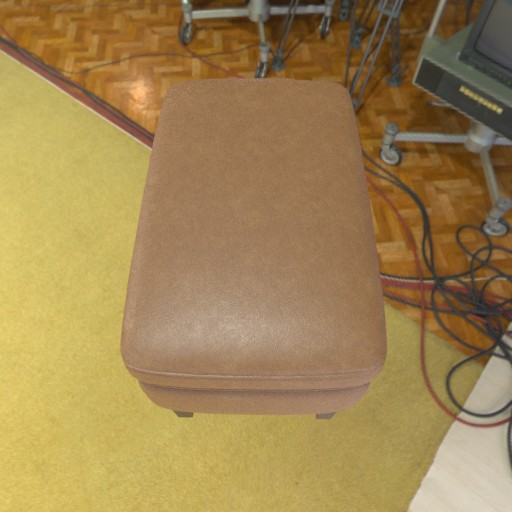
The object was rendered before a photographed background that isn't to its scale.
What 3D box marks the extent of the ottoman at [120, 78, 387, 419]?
[{"bbox_3d":[0.000,0.000,0.983,0.420,0.480,0.670,1,58,0],"label":"ottoman"}]
